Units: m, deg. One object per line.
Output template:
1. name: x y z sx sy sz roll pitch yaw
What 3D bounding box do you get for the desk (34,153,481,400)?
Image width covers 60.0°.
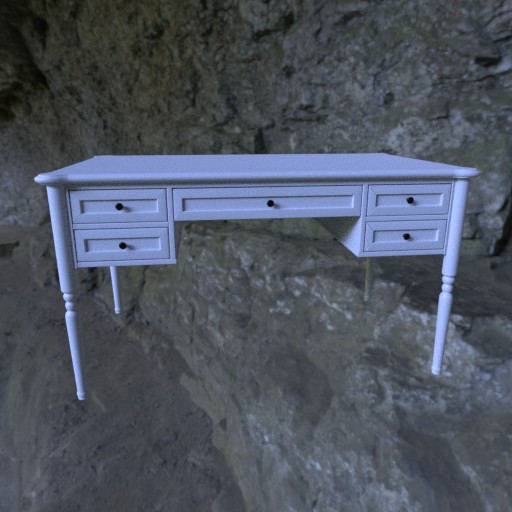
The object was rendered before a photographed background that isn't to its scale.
1. desk: 0.000 0.000 1.815 1.380 0.762 0.807 -2 17 -7
